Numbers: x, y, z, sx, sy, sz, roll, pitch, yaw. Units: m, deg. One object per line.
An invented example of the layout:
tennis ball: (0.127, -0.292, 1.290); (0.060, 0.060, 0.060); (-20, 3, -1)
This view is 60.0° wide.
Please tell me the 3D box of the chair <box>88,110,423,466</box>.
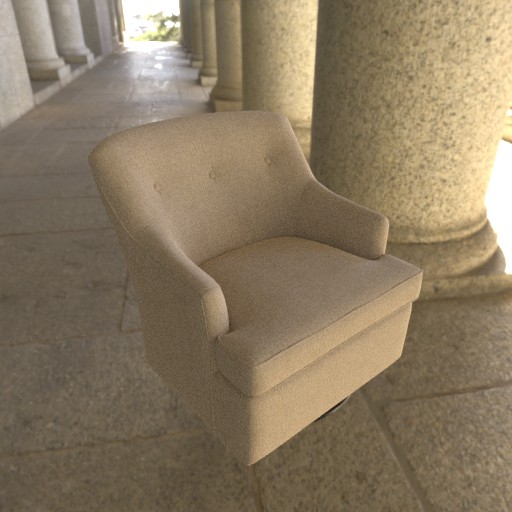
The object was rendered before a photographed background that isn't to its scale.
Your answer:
chair: (0.000, 0.000, 1.603); (0.864, 0.856, 0.923); (-22, 35, -34)
